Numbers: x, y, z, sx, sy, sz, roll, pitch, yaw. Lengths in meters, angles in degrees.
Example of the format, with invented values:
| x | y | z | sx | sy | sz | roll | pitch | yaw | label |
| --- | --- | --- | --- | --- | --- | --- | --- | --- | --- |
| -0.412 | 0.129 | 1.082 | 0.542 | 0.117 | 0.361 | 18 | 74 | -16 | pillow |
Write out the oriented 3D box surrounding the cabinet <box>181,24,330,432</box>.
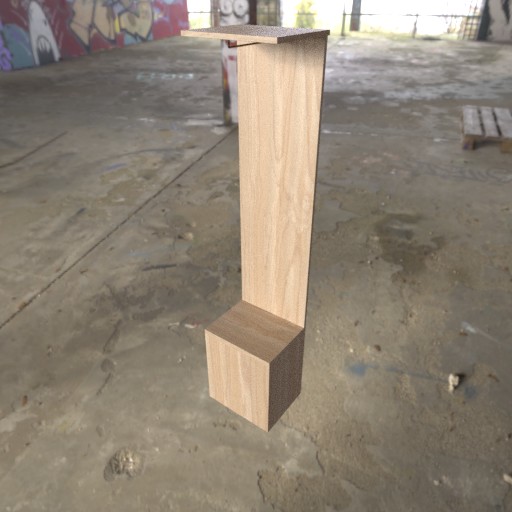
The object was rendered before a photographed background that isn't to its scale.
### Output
| x | y | z | sx | sy | sz | roll | pitch | yaw | label |
| --- | --- | --- | --- | --- | --- | --- | --- | --- | --- |
| 0.000 | 0.000 | 2.062 | 0.411 | 1.879 | 0.338 | 21 | 37 | 30 | cabinet |
